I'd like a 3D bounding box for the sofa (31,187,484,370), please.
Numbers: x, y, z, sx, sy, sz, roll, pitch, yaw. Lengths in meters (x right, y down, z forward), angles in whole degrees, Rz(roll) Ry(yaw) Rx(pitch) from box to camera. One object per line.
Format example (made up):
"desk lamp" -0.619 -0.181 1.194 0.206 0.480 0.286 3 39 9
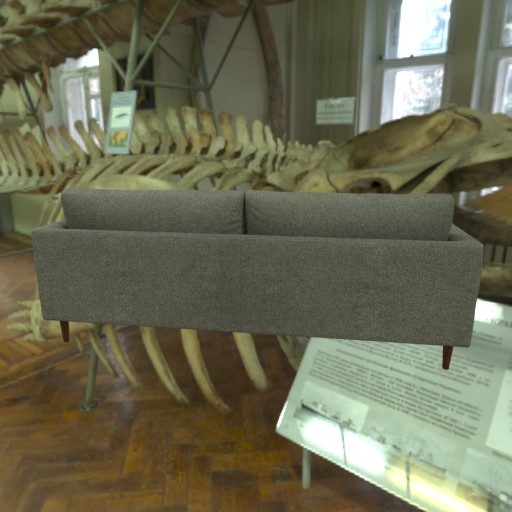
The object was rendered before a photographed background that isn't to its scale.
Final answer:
"sofa" 0.000 0.000 2.680 2.250 0.868 1.020 2 15 8
